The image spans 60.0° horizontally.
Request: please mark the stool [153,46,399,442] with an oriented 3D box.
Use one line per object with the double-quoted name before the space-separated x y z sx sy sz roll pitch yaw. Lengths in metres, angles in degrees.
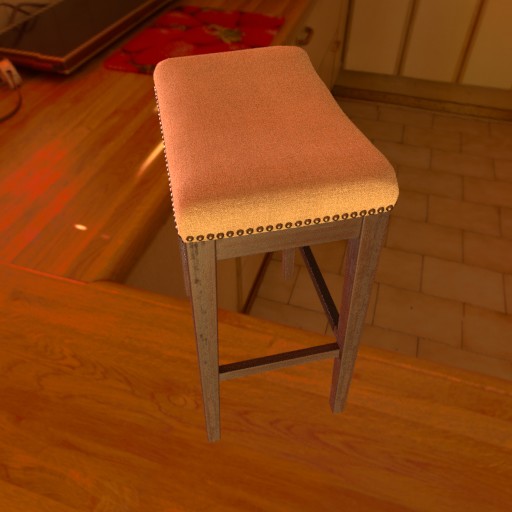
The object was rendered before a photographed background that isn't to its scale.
"stool" 0.000 0.000 1.039 0.363 0.768 0.509 -9 47 -9
